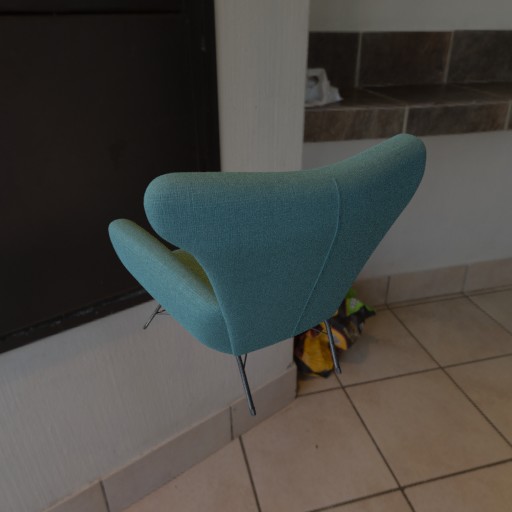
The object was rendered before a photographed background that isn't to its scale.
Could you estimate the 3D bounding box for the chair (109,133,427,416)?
[{"bbox_3d":[0.000,0.000,1.800,1.050,0.980,0.900,-17,32,-29],"label":"chair"}]
